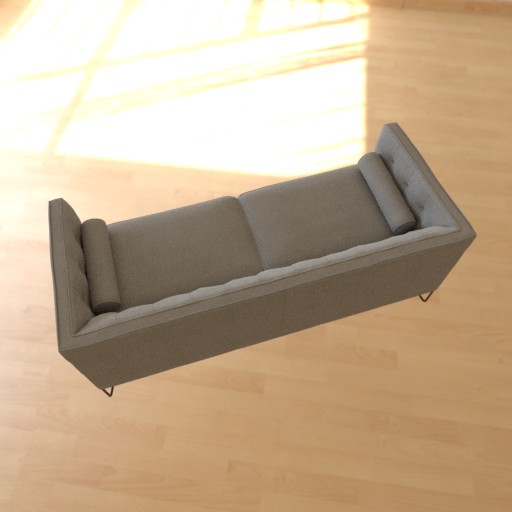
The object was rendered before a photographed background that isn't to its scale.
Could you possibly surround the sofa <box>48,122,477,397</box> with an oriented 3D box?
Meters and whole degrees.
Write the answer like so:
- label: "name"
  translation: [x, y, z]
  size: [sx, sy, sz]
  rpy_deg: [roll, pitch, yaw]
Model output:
- label: "sofa"
  translation: [0.000, 0.000, 2.608]
  size: [2.079, 0.798, 0.912]
  rpy_deg: [-15, 59, -9]
